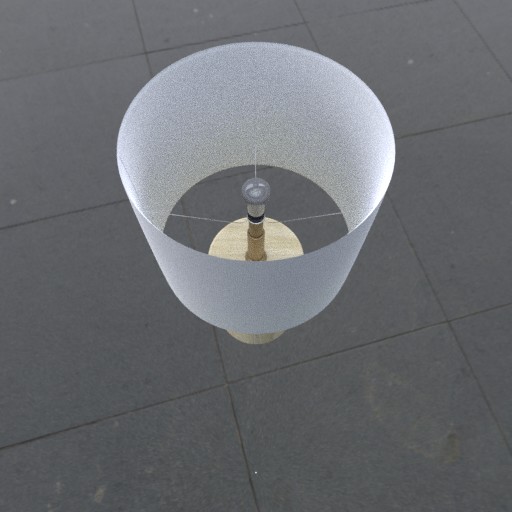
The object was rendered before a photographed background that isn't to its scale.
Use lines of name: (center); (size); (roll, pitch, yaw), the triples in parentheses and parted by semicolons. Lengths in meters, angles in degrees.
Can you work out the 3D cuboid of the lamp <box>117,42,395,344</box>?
lamp: (0.000, 0.000, 0.562); (0.228, 0.444, 0.228); (-1, 64, 0)
